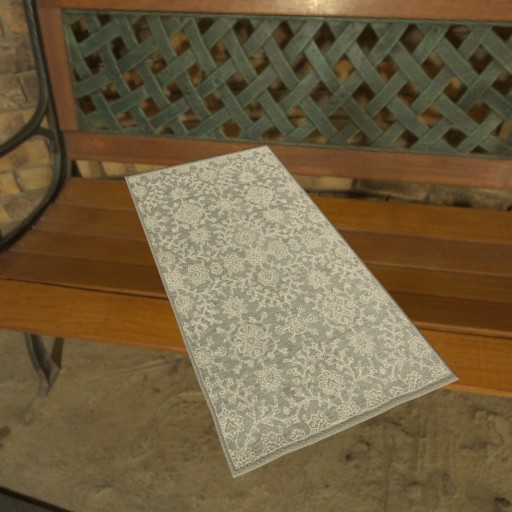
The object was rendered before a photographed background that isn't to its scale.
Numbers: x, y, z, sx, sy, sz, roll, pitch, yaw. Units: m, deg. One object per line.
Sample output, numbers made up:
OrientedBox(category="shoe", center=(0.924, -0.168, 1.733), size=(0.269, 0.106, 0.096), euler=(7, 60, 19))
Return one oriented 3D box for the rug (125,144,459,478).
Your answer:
OrientedBox(category="rug", center=(0.000, 0.000, 3.615), size=(1.546, 0.011, 3.048), euler=(-17, 48, -16))
